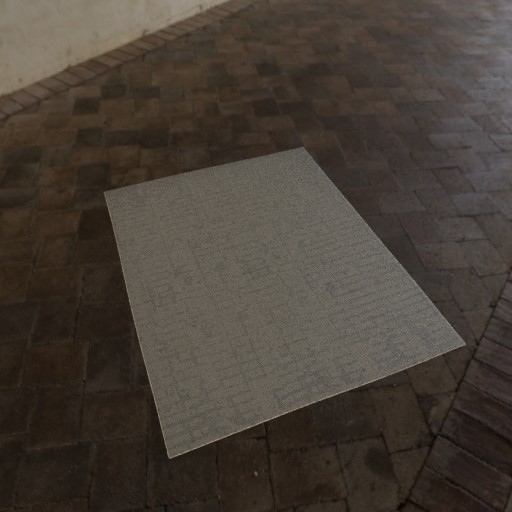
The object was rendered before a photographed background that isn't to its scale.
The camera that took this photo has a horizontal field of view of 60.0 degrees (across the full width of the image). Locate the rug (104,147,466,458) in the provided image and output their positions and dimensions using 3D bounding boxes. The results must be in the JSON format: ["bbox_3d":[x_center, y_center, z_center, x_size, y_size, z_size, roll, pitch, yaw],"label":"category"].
[{"bbox_3d":[0.000,0.000,4.236,2.447,0.014,3.061,-16,49,-14],"label":"rug"}]
